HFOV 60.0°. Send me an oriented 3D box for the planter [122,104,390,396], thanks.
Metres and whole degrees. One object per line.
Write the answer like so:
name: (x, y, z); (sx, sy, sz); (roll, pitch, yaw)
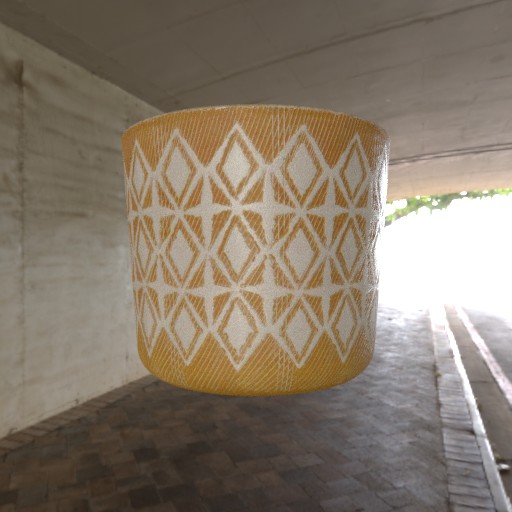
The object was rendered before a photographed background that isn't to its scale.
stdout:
planter: (0.000, 0.000, 0.333); (0.193, 0.165, 0.193); (0, 0, 0)
